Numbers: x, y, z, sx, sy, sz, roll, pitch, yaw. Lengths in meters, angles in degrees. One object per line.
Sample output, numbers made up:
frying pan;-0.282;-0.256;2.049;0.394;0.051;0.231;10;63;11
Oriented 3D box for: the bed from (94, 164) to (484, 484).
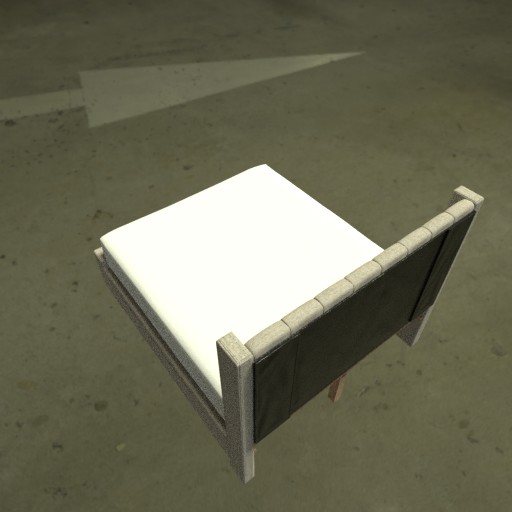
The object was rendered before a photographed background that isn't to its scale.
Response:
bed;0.000;0.000;3.768;2.044;1.748;2.372;-29;53;-25
